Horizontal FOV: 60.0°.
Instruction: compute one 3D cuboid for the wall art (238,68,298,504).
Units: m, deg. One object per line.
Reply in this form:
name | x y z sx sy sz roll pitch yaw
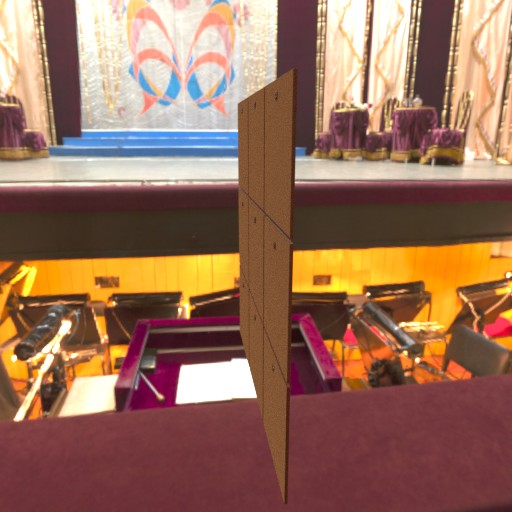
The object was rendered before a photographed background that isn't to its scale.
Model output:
wall art | 0.000 0.000 2.206 0.019 1.532 1.533 -2 15 -8
